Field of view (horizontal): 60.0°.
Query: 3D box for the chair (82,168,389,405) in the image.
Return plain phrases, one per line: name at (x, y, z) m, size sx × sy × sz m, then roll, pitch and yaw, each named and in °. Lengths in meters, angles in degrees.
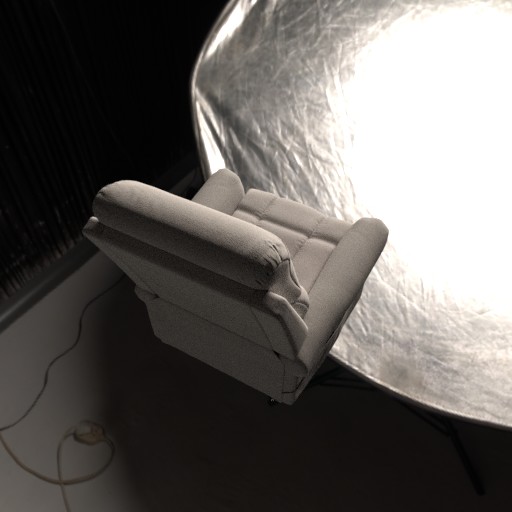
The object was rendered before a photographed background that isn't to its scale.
chair at (0.000, 0.000, 1.786) m, size 0.871 × 1.031 × 0.979 m, roll 22°, pitch 49°, yaw 20°
